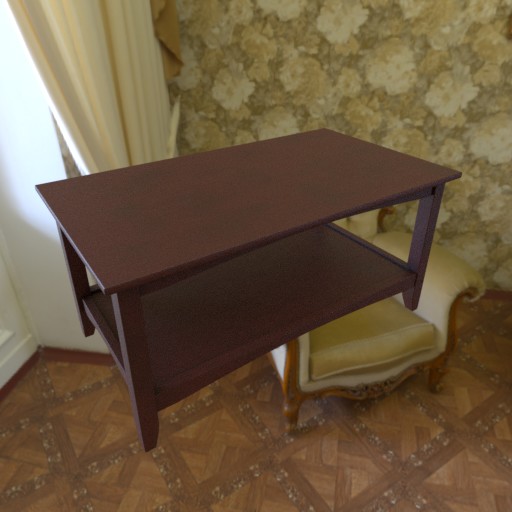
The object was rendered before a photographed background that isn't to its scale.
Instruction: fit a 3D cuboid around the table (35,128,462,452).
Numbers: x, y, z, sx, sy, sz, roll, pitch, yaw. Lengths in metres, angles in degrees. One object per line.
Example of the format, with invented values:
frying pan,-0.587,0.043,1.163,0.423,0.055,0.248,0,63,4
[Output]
table,0.000,0.000,1.232,0.943,0.456,0.533,-19,36,-29
